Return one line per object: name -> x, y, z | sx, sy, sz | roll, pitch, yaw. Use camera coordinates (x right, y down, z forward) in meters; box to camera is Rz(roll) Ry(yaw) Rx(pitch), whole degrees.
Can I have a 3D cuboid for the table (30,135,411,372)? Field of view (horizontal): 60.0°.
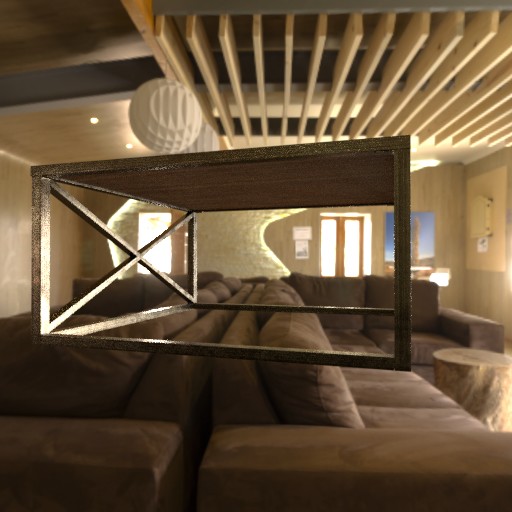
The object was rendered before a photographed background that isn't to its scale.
table -> 0.000, 0.000, 1.407 | 0.909, 0.451, 0.899 | 0, -1, 18
